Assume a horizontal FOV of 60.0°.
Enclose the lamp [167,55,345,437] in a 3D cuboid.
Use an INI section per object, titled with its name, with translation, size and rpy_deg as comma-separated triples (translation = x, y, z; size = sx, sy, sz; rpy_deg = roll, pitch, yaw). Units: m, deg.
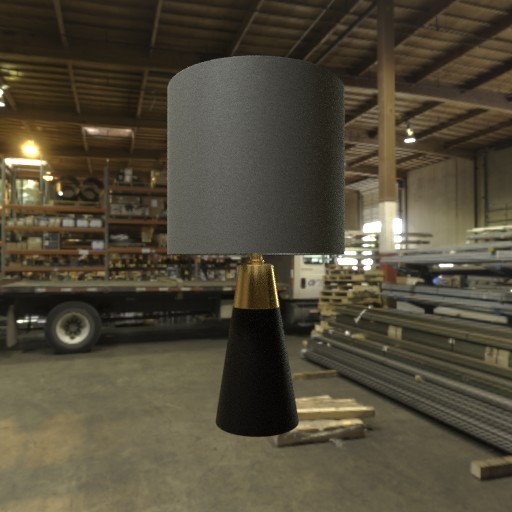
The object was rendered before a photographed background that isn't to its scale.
[lamp]
translation = 0.000, 0.000, 0.783
size = 0.308, 0.580, 0.308
rpy_deg = 0, -1, -19
